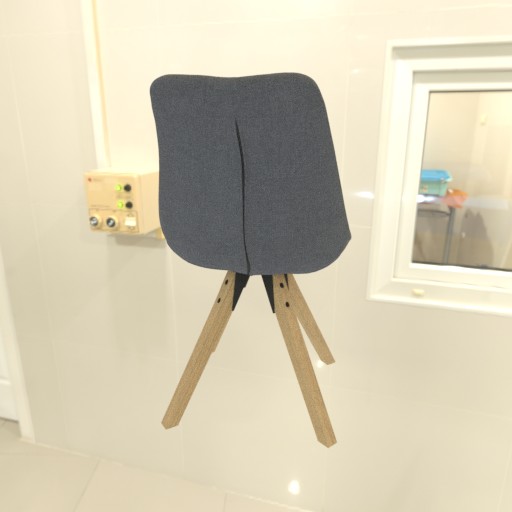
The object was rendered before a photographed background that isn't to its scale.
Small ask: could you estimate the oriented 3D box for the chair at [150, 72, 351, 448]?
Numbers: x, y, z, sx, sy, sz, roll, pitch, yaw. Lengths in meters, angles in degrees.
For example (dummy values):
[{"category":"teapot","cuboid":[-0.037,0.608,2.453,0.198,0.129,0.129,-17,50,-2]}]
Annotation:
[{"category":"chair","cuboid":[0.000,0.000,1.165,0.485,0.850,0.550,3,18,9]}]
